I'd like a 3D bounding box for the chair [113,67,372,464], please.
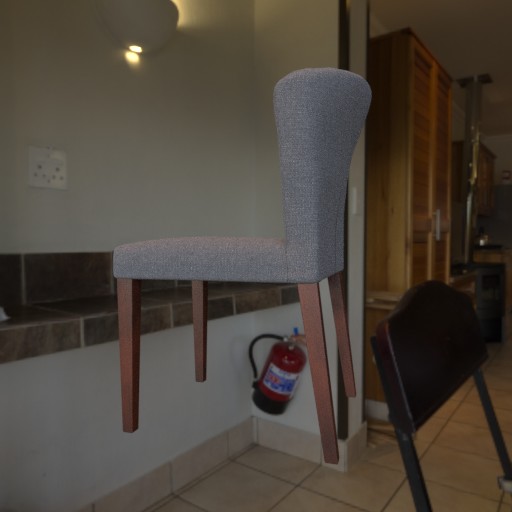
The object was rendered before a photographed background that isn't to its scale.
[{"bbox_3d":[0.000,0.000,1.178,0.589,0.839,0.491,1,2,18],"label":"chair"}]
